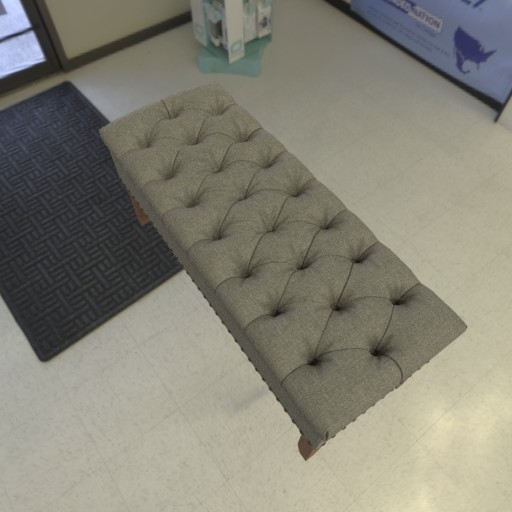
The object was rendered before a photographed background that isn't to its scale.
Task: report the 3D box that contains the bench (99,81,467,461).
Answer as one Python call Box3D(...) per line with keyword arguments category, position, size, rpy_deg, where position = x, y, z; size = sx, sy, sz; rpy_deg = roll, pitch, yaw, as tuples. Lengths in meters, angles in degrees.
Box3D(category="bench", position=(0.000, 0.000, 1.307), size=(0.417, 0.470, 1.052), rpy_deg=(-30, 62, -18))
